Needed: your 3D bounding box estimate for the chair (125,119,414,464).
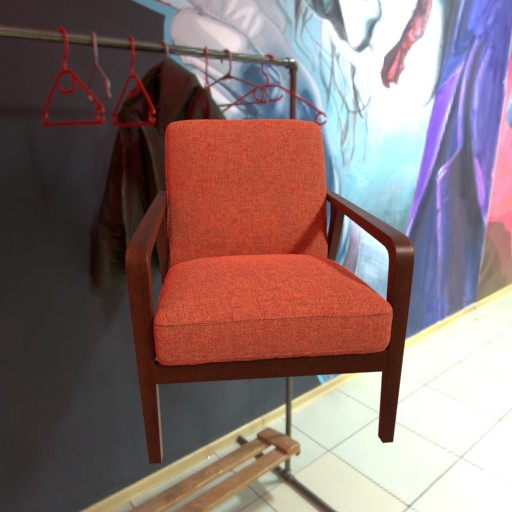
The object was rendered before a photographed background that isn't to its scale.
[{"bbox_3d":[0.000,0.000,1.480,0.719,0.890,0.860,-2,16,-7],"label":"chair"}]
